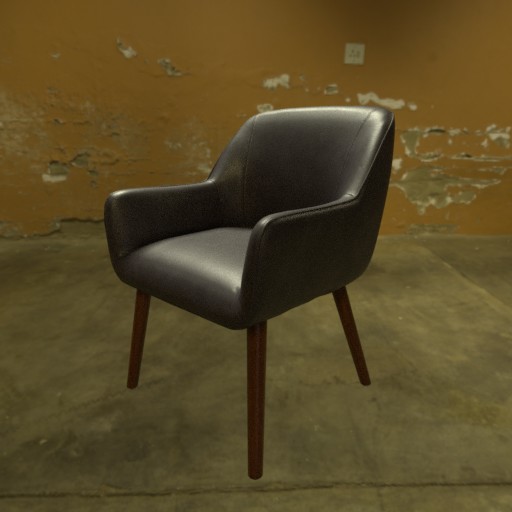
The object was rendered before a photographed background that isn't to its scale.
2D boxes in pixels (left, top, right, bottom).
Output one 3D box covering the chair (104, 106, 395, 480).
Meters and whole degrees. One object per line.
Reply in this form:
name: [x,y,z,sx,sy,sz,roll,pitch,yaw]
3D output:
chair: [0.000,0.000,1.259,0.610,0.828,0.610,14,21,42]
